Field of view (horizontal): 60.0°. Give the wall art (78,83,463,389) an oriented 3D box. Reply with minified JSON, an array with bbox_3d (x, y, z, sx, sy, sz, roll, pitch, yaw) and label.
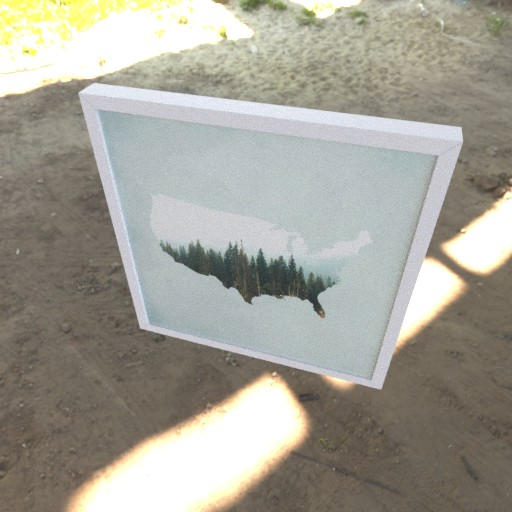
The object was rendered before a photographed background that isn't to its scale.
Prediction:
[{"bbox_3d":[0.000,0.000,0.446,0.304,0.304,0.024,11,42,13],"label":"wall art"}]
